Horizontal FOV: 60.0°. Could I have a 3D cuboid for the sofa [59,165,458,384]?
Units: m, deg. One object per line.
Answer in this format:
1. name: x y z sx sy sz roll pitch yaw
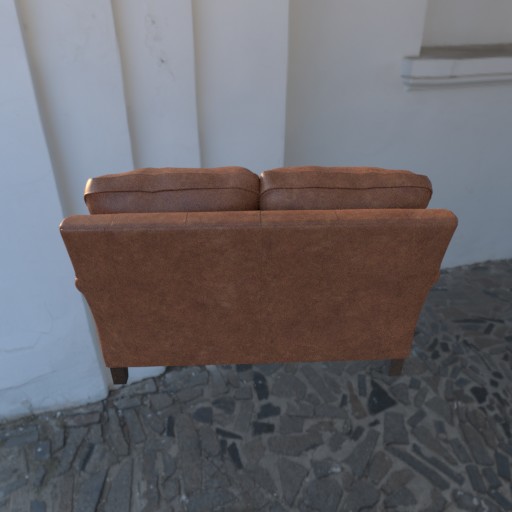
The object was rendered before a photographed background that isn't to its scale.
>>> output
1. sofa: 0.000 0.000 2.209 1.527 1.004 1.077 -1 29 -2
